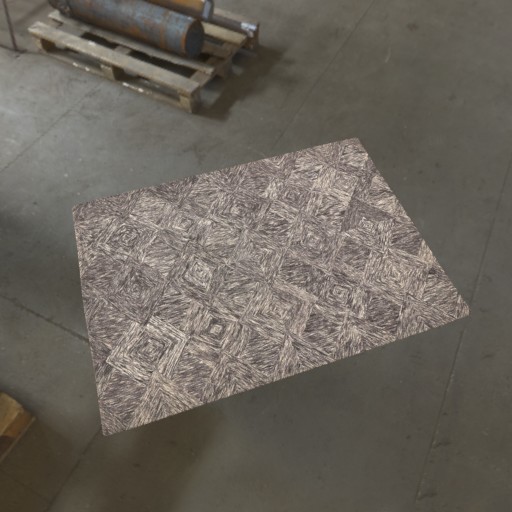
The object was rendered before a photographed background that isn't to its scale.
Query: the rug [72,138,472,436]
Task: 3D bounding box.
[{"bbox_3d":[0.000,0.000,5.337,4.093,0.020,2.997,-16,59,-10],"label":"rug"}]
